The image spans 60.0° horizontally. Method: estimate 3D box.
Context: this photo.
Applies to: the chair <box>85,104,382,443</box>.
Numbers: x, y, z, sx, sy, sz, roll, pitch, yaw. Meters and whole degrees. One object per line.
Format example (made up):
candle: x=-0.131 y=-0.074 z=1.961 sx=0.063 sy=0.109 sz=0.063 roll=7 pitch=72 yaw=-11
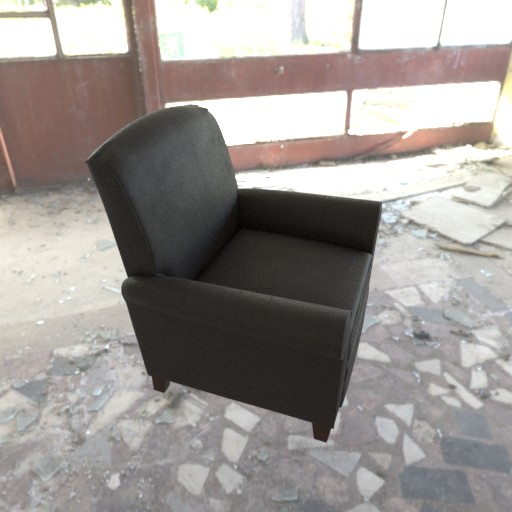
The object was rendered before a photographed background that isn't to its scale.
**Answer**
chair: x=0.000 y=0.000 z=1.790 sx=0.902 sy=1.061 sz=0.978 roll=11 pitch=33 yaw=17
